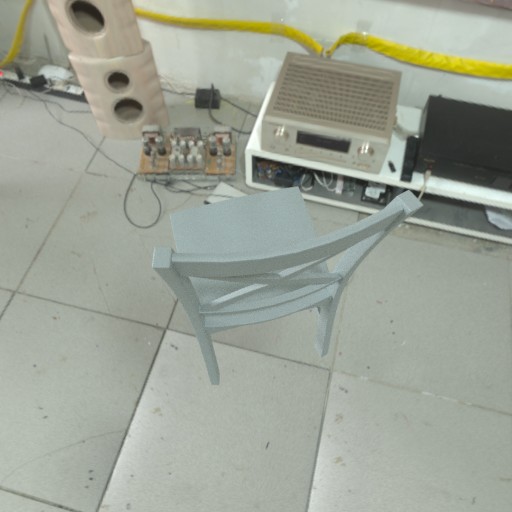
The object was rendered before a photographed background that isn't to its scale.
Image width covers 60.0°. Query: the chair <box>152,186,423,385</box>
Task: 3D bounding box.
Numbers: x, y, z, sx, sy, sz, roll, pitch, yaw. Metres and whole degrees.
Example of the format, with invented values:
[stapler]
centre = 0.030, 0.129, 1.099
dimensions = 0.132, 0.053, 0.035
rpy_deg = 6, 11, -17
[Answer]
[chair]
centre = 0.000, 0.000, 1.302
dimensions = 0.485, 0.983, 0.542
rpy_deg = -13, 61, -7
